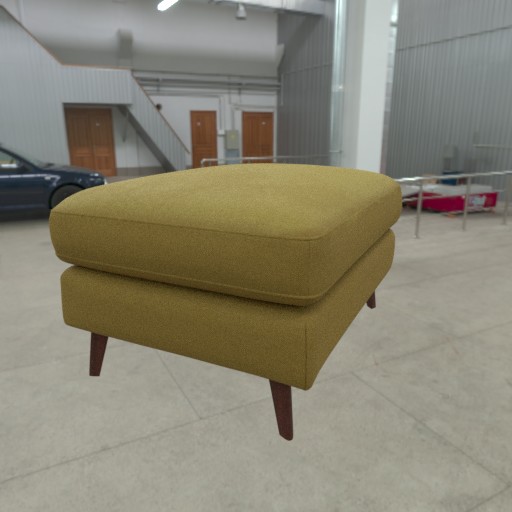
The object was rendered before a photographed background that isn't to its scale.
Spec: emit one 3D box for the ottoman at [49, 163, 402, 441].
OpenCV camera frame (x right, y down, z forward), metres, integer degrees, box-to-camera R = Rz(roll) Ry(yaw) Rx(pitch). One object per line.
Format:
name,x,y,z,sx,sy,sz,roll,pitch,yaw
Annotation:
ottoman,0.000,0.000,1.153,0.608,0.449,0.811,8,18,26
